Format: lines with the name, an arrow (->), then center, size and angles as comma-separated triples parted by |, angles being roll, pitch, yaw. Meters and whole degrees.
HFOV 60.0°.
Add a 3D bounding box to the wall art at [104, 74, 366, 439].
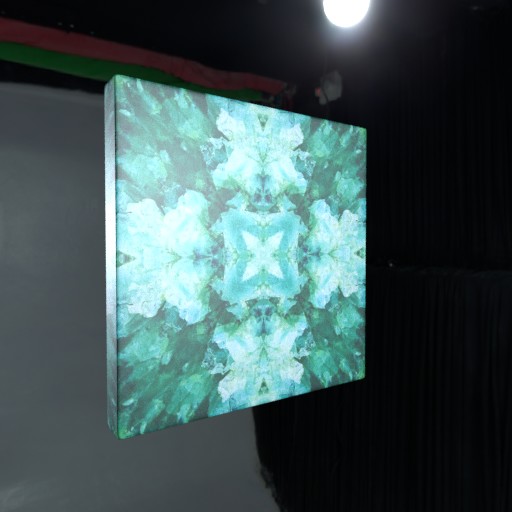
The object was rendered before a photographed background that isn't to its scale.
wall art -> 0.000, 0.000, 0.480 | 0.313, 0.313, 0.033 | -1, 2, -35
